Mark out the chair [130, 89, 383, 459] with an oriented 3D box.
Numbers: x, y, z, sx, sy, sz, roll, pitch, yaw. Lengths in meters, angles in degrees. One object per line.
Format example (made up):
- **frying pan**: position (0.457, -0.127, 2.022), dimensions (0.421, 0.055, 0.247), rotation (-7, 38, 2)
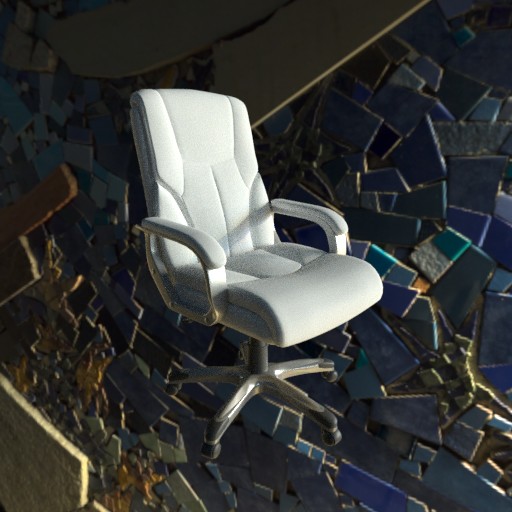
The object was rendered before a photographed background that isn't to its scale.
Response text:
- **chair**: position (0.000, 0.000, 1.521), dimensions (0.738, 1.120, 0.687), rotation (14, 21, 43)
